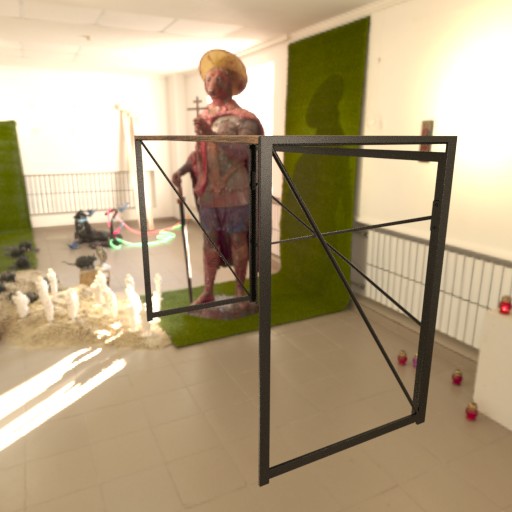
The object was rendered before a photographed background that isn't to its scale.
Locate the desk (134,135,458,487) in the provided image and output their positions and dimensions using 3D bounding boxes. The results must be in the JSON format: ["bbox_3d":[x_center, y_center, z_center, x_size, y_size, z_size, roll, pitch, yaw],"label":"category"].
[{"bbox_3d":[0.000,0.000,1.425,0.505,0.747,1.015,-8,17,-26],"label":"desk"}]
